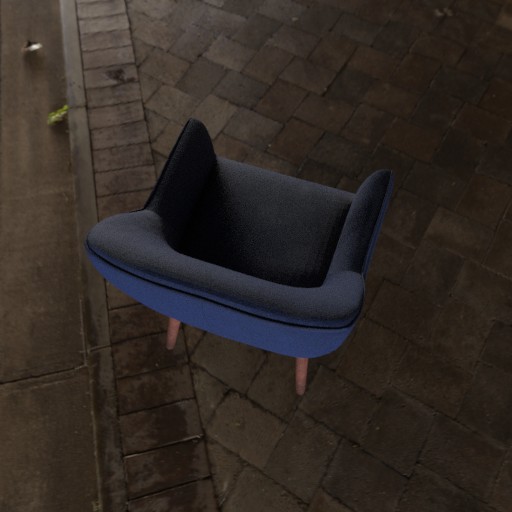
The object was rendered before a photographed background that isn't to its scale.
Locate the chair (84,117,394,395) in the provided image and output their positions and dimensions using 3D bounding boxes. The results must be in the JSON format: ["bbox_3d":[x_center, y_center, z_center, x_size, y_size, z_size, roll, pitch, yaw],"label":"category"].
[{"bbox_3d":[0.000,0.000,1.244,0.600,0.820,0.600,17,66,8],"label":"chair"}]
